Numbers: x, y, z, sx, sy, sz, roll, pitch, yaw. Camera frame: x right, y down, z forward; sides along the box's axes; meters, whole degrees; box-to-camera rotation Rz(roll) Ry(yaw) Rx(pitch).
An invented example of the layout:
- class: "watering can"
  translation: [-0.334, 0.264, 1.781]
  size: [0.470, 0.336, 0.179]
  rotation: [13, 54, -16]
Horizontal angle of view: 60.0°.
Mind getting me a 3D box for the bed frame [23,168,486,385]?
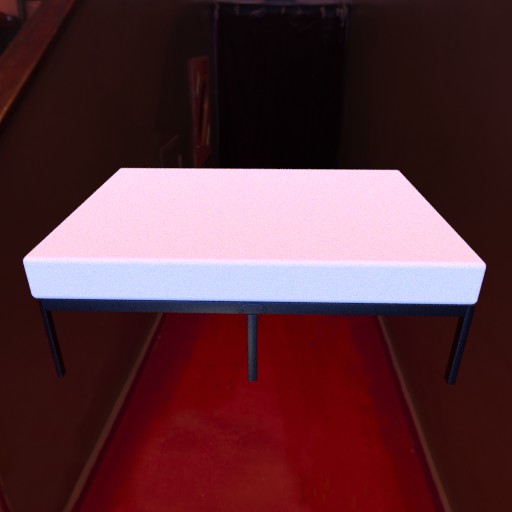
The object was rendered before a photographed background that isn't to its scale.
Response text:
- class: "bed frame"
  translation: [0.000, 0.000, 2.616]
  size: [1.956, 0.659, 1.408]
  rotation: [1, 27, 1]
